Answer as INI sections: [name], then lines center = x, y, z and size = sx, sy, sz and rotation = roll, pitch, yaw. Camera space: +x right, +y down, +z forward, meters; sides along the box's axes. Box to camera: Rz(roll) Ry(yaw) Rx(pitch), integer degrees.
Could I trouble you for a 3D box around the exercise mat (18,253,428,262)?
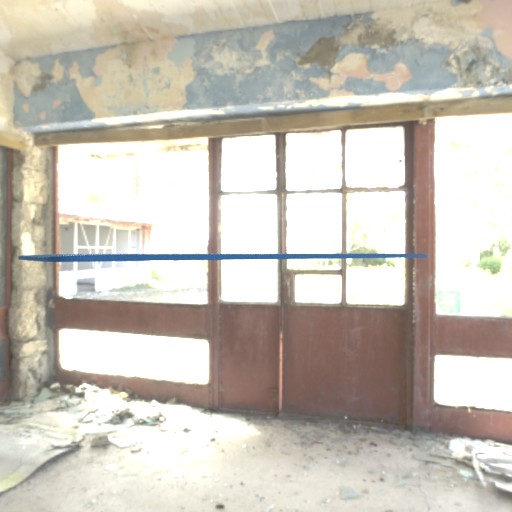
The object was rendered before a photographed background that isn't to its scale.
[exercise mat]
center = 0.000, 0.000, 2.022
size = 1.869, 0.021, 0.616
rotation = 0, 1, -37
